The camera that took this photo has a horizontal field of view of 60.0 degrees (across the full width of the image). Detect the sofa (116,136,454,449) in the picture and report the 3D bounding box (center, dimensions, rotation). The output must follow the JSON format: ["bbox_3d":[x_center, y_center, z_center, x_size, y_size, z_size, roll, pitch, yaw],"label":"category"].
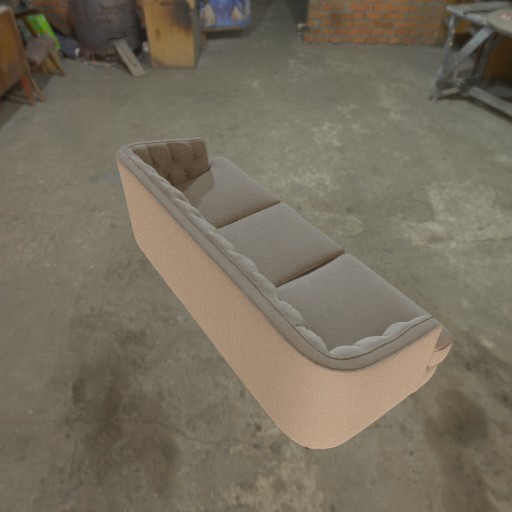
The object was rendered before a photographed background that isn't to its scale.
[{"bbox_3d":[0.000,0.000,2.759,0.941,0.855,2.278,-25,47,-25],"label":"sofa"}]
